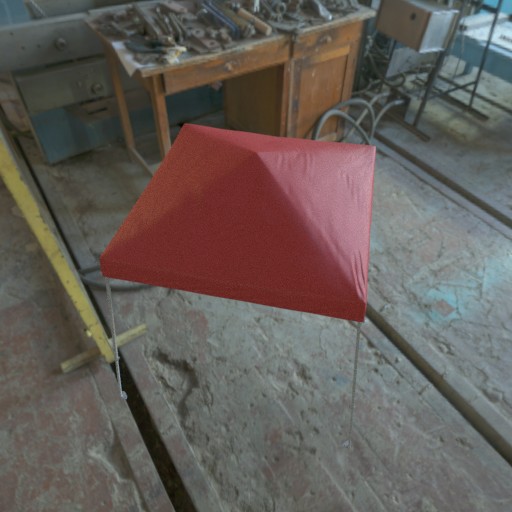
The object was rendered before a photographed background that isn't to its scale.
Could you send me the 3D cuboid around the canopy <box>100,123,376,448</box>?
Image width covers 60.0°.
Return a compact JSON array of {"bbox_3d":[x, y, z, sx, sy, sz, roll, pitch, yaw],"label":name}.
[{"bbox_3d":[0.000,0.000,6.590,3.599,3.600,3.600,9,47,9],"label":"canopy"}]
